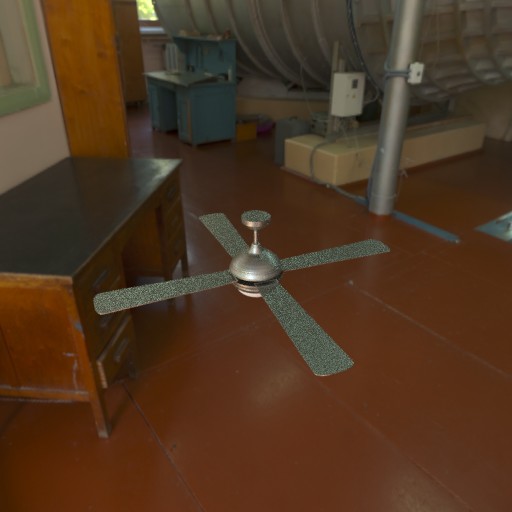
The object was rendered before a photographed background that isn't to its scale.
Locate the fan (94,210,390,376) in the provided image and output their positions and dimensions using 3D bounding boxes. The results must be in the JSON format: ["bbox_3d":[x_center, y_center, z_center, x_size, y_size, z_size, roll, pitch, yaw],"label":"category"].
[{"bbox_3d":[0.000,0.000,1.946,1.321,0.381,1.321,-1,29,-2],"label":"fan"}]
